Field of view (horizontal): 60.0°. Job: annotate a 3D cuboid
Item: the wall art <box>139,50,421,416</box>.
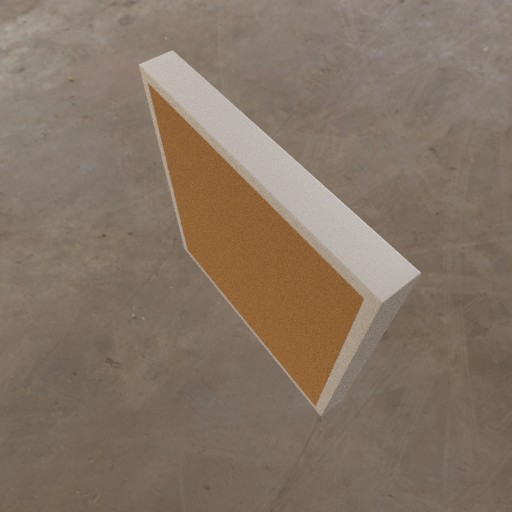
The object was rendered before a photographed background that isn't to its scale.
[{"bbox_3d":[0.000,0.000,0.474,0.037,0.305,0.305,-33,63,-19],"label":"wall art"}]
